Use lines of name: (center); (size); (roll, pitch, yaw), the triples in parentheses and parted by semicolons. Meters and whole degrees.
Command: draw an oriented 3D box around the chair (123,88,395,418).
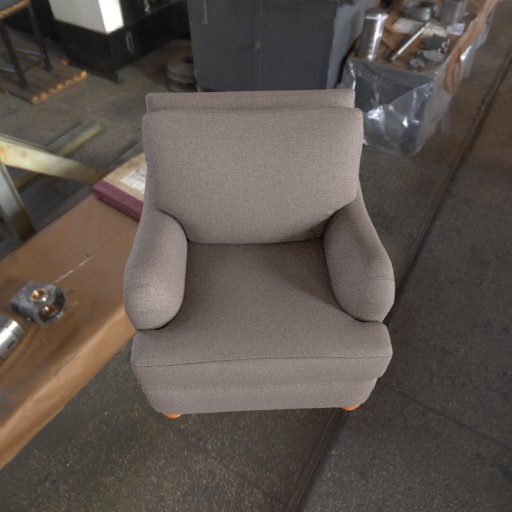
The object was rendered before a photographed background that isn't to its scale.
chair: (0.000, 0.000, 1.857); (0.955, 1.038, 1.070); (-2, 47, -2)
